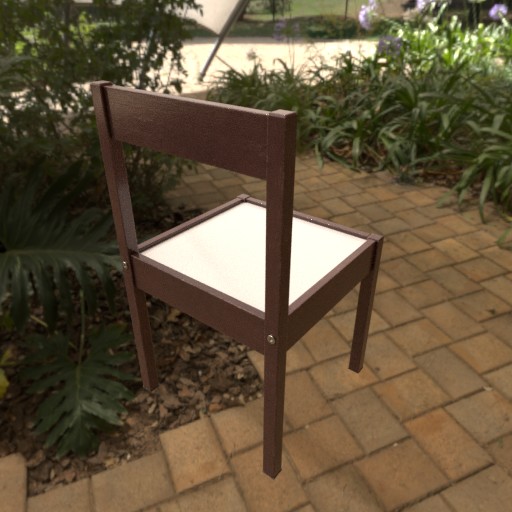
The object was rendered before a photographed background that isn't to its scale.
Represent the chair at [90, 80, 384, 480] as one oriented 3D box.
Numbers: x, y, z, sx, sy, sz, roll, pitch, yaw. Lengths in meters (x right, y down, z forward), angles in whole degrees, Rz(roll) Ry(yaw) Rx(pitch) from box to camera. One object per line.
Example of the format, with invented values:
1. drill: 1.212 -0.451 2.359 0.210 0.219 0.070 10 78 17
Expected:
1. chair: 0.000 0.000 0.674 0.285 0.505 0.285 21 36 32
